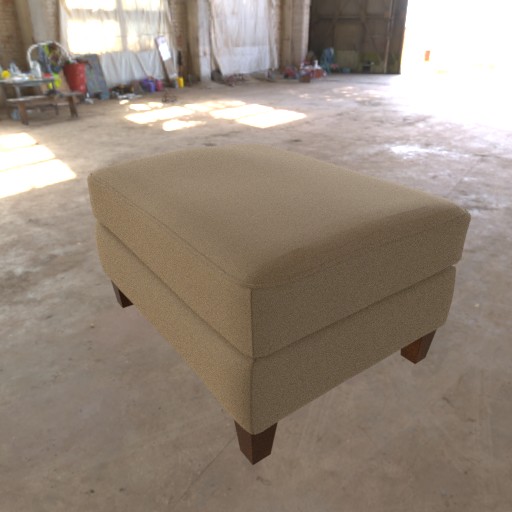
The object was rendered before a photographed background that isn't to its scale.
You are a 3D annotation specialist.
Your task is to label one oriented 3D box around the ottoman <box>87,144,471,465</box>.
[{"bbox_3d":[0.000,0.000,1.189,0.634,0.485,0.818,-18,32,-32],"label":"ottoman"}]
